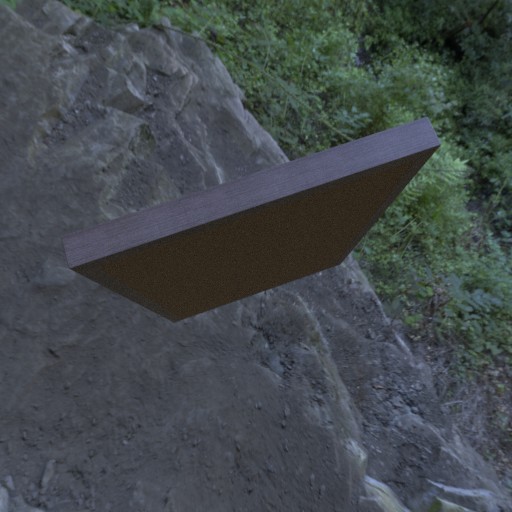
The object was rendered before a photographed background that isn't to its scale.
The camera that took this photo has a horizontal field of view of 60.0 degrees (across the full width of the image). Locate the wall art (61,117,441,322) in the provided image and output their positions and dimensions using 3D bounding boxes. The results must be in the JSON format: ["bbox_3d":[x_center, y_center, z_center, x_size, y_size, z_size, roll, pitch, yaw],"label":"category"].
[{"bbox_3d":[0.000,0.000,0.649,0.356,0.509,0.031,-19,77,-5],"label":"wall art"}]
